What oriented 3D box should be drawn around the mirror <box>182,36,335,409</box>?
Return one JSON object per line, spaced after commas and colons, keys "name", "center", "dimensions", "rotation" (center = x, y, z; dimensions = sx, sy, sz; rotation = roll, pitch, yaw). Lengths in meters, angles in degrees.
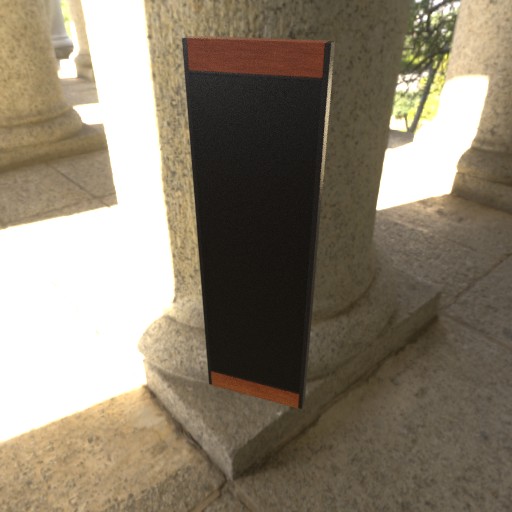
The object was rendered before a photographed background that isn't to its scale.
{"name": "mirror", "center": [0.000, 0.000, 1.272], "dimensions": [0.343, 1.123, 0.047], "rotation": [10, 33, 16]}
